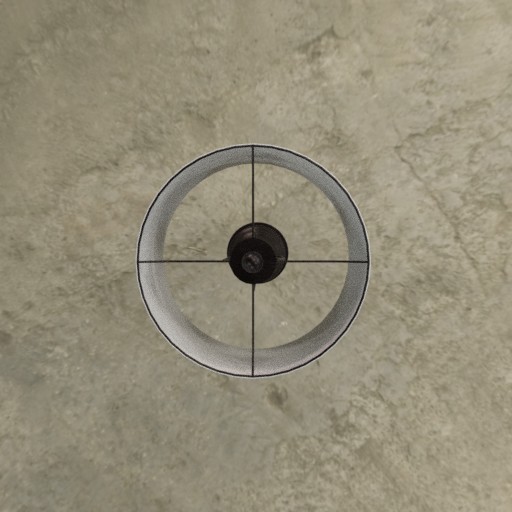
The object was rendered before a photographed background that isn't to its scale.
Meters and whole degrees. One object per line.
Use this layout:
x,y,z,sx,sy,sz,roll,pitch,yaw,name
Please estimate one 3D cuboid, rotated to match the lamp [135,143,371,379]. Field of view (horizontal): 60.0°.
0.000,0.000,0.960,0.383,0.726,0.383,0,91,1,lamp
